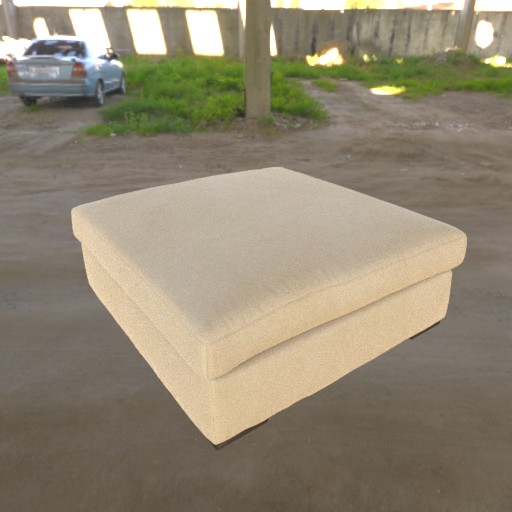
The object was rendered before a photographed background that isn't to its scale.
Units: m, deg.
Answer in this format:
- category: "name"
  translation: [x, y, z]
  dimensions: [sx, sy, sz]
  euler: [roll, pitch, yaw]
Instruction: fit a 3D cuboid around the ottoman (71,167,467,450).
- category: "ottoman"
  translation: [0.000, 0.000, 1.890]
  dimensions: [1.190, 0.522, 1.205]
  euler: [-18, 32, -32]
